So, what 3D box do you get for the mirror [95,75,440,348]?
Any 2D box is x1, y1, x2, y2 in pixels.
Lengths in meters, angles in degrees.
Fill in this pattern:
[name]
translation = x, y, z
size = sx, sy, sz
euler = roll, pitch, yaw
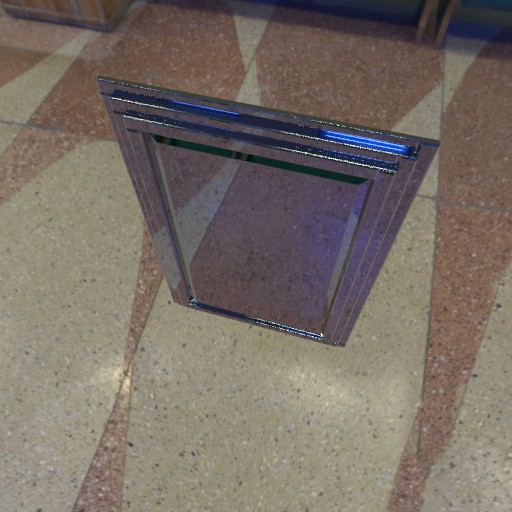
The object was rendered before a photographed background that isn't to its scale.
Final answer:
[mirror]
translation = 0.000, 0.000, 1.142
size = 0.613, 0.914, 0.039
euler = 14, 59, 8
